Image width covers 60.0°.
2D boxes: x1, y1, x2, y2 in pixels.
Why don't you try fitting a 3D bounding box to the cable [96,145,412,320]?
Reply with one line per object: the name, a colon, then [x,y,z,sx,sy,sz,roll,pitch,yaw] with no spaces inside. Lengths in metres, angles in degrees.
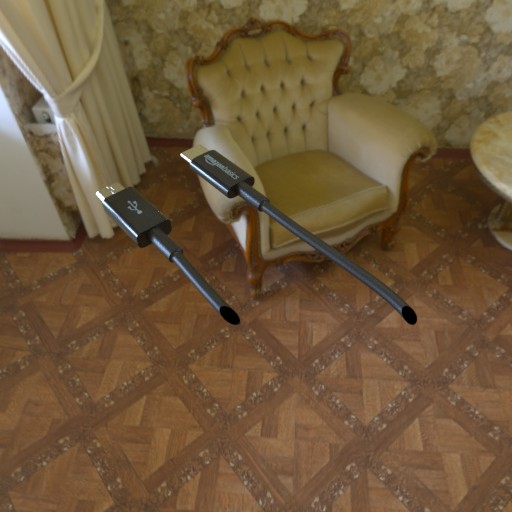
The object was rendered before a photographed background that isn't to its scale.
cable: [0.000,0.000,0.113,0.040,0.006,0.098,-32,55,-27]
